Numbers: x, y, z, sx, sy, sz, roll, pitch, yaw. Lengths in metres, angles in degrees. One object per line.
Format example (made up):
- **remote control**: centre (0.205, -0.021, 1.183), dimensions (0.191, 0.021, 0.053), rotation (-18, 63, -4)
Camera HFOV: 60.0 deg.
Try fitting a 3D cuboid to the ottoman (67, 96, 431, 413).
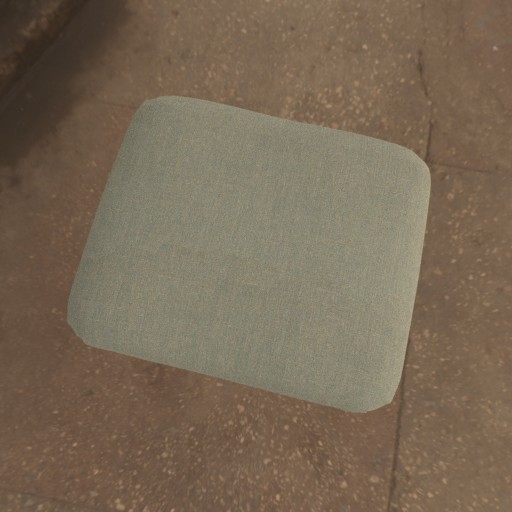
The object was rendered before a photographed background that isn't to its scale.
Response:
- **ottoman**: centre (0.000, 0.000, 1.134), dimensions (0.747, 0.450, 0.622), rotation (13, 76, 3)
